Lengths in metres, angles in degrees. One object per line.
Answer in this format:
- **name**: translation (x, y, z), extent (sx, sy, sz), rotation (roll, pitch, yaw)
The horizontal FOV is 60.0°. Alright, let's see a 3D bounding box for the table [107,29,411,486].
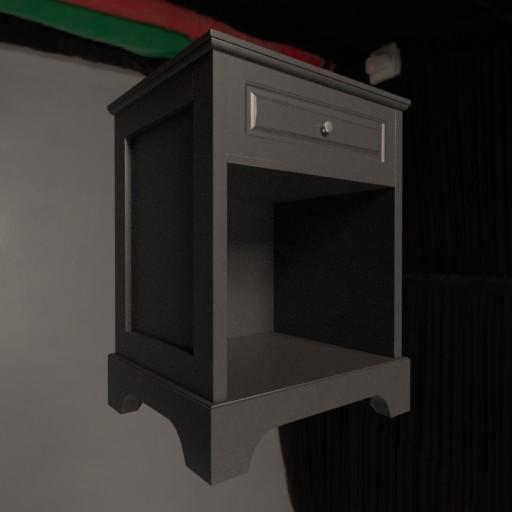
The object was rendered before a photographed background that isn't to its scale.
- **table**: translation (0.000, 0.000, 0.888), extent (0.460, 0.610, 0.399), rotation (0, 1, -38)
